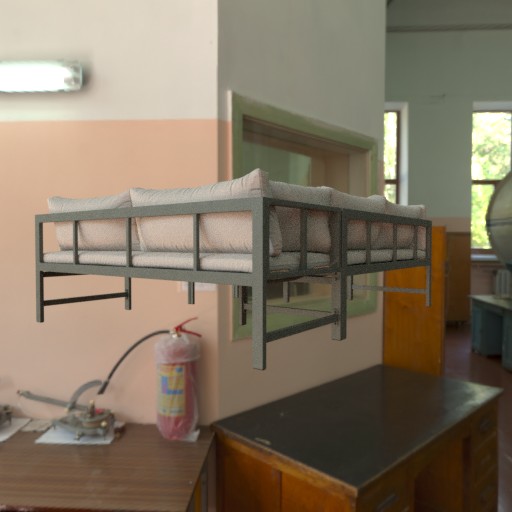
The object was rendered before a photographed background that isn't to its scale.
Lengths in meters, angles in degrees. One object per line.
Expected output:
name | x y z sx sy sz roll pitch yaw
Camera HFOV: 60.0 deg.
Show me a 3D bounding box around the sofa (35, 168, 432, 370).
sofa | 0.000 0.000 2.929 1.658 0.758 2.096 1 2 37
